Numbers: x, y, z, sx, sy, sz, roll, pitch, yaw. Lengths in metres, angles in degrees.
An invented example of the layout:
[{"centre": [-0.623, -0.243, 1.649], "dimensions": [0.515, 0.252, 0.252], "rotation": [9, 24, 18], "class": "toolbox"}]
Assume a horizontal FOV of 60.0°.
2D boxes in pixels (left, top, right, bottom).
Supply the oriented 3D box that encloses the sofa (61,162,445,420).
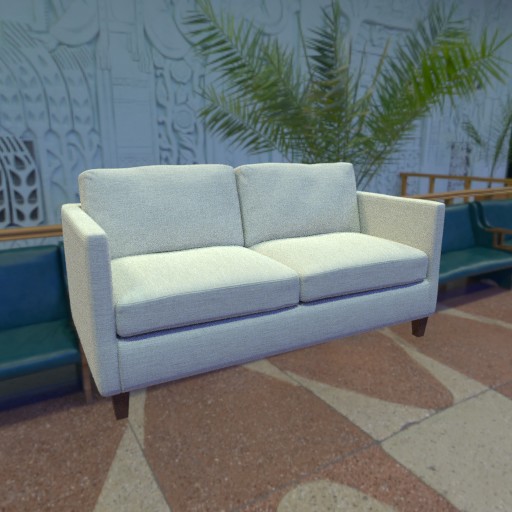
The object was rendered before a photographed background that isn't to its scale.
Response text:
[{"centre": [0.000, 0.000, 2.401], "dimensions": [1.838, 0.963, 0.950], "rotation": [-7, 16, -27], "class": "sofa"}]
